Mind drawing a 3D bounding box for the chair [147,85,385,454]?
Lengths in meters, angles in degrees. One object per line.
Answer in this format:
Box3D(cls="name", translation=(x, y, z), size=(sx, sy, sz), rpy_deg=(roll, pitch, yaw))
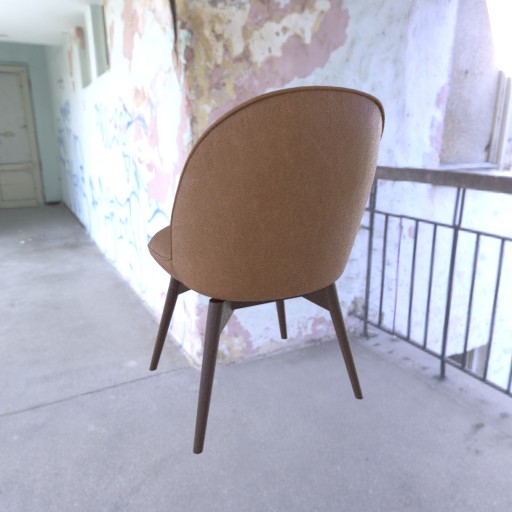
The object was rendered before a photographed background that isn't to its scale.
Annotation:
Box3D(cls="chair", translation=(0.000, 0.000, 1.224), size=(0.521, 0.831, 0.631), rpy_deg=(-8, 18, -26))
